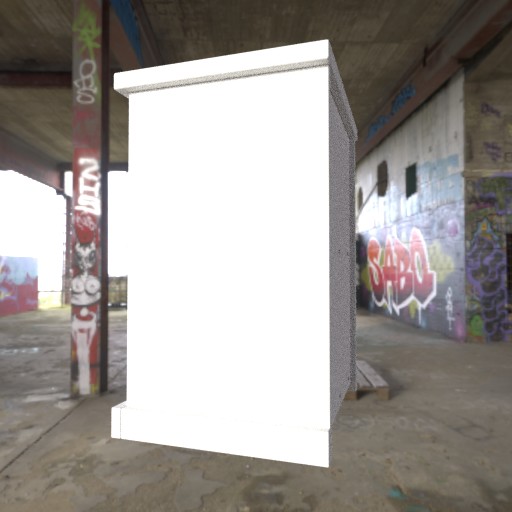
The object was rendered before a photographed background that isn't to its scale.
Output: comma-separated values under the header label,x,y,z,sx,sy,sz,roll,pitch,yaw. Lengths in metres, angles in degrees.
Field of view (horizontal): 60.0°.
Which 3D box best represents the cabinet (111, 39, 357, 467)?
label,x,y,z,sx,sy,sz,roll,pitch,yaw
cabinet,0.000,0.000,1.057,0.431,0.723,0.520,-1,-2,18
